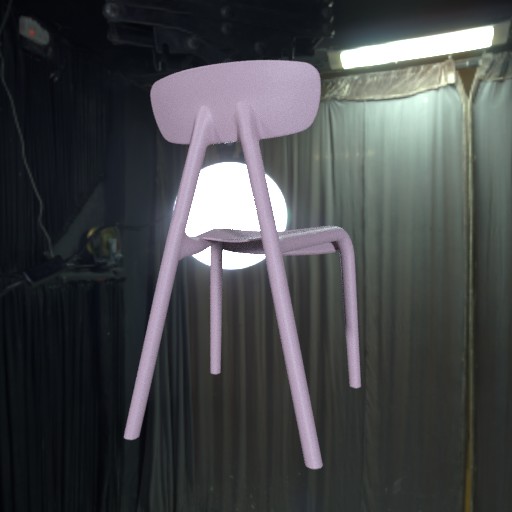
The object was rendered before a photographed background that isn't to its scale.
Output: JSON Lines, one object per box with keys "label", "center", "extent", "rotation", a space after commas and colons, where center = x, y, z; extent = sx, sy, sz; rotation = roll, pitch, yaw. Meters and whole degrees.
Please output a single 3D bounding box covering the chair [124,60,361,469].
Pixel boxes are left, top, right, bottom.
{"label": "chair", "center": [0.000, 0.000, 0.838], "extent": [0.356, 0.580, 0.401], "rotation": [0, 1, 18]}
